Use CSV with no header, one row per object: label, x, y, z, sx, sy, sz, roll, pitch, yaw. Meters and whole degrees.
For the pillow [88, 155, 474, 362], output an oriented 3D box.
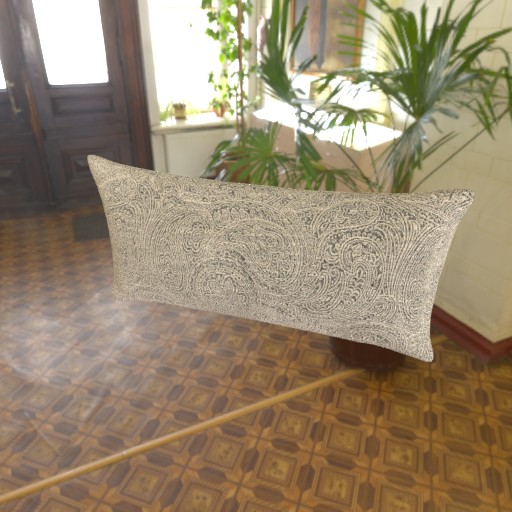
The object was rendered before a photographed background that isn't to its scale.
pillow,0.000,0.000,0.743,0.615,0.295,0.151,9,28,17
